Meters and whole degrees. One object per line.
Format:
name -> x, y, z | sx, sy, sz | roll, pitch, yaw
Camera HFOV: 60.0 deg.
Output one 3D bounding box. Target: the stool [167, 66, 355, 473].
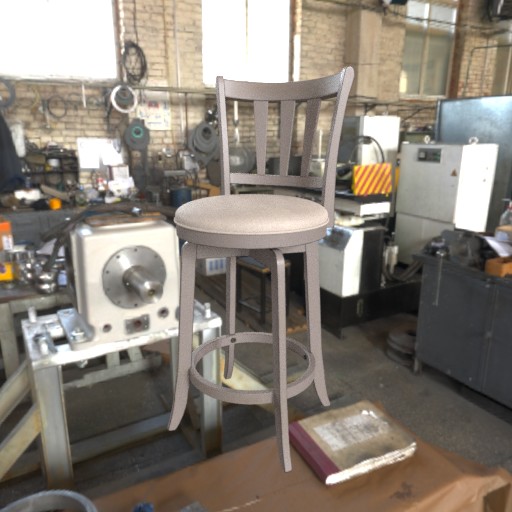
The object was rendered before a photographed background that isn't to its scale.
stool -> 0.000, 0.000, 1.273 | 0.436, 1.023, 0.475 | 7, 17, 26
